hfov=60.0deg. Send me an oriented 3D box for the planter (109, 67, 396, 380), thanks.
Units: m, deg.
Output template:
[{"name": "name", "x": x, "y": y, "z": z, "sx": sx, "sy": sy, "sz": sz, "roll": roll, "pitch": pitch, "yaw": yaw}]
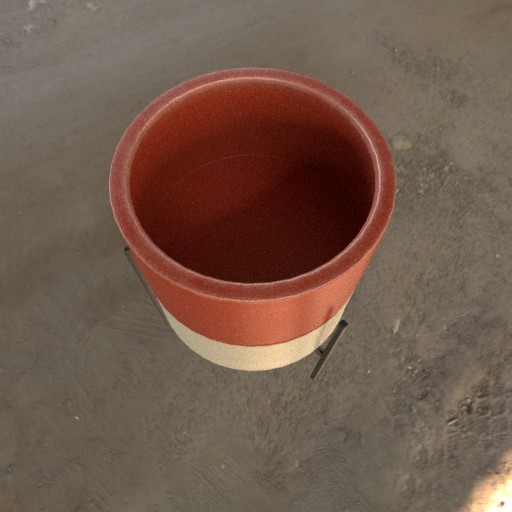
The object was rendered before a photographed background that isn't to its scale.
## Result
[{"name": "planter", "x": 0.000, "y": 0.000, "z": 0.521, "sx": 0.235, "sy": 0.354, "sz": 0.251, "roll": 18, "pitch": 65, "yaw": 9}]
